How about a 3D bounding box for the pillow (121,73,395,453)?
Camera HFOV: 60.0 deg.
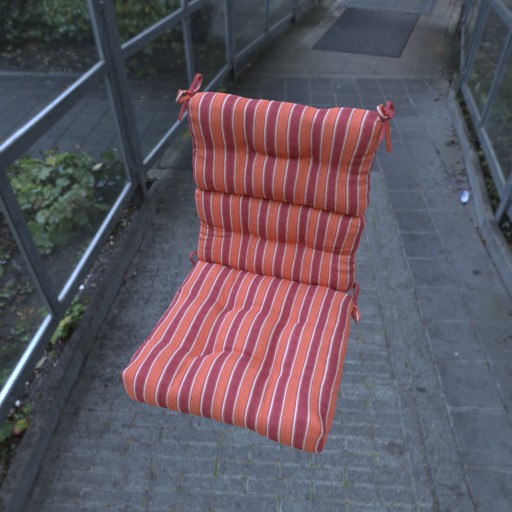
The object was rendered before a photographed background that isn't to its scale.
[{"bbox_3d":[0.000,0.000,1.012,0.519,0.605,0.571,12,42,13],"label":"pillow"}]
